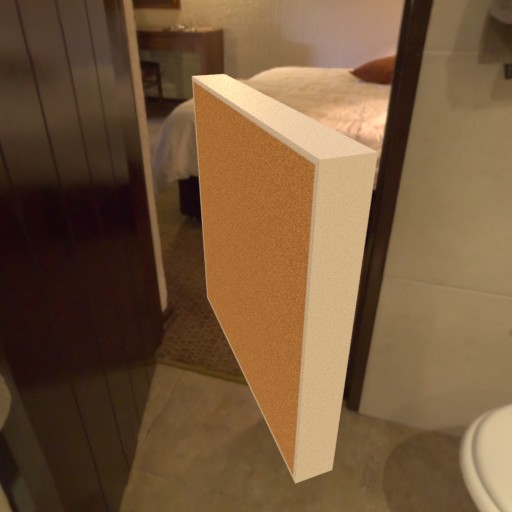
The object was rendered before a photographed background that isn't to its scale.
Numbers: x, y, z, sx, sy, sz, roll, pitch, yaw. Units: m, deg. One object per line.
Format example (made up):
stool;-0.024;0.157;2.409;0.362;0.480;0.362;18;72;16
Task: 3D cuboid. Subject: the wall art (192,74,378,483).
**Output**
wall art;0.000;0.000;0.454;0.038;0.304;0.305;-11;32;-18
